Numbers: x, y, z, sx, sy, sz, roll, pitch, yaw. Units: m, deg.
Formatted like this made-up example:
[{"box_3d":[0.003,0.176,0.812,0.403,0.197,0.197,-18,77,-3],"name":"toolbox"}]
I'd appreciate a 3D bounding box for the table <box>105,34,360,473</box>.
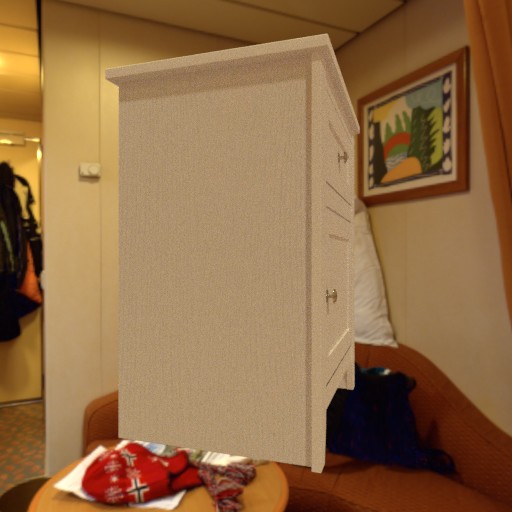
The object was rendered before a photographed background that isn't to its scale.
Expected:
[{"box_3d":[0.000,0.000,0.920,0.381,0.635,0.480,0,0,18],"name":"table"}]
